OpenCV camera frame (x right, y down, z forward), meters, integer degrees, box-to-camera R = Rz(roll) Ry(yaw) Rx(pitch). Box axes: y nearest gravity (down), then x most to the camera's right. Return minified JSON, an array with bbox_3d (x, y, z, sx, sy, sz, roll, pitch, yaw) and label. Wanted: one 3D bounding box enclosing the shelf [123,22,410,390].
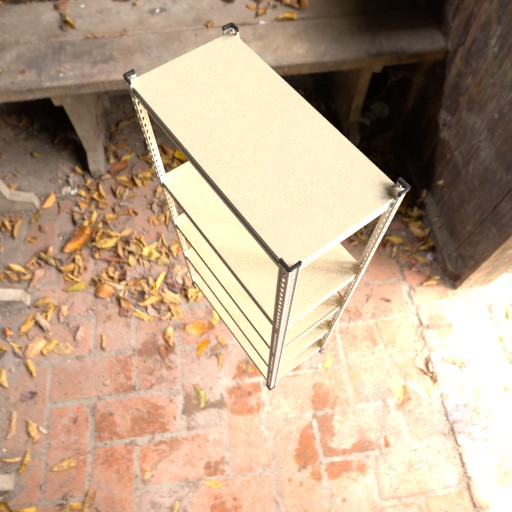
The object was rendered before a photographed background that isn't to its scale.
[{"bbox_3d":[0.000,0.000,2.216,0.457,1.829,0.914,-33,68,-15],"label":"shelf"}]
